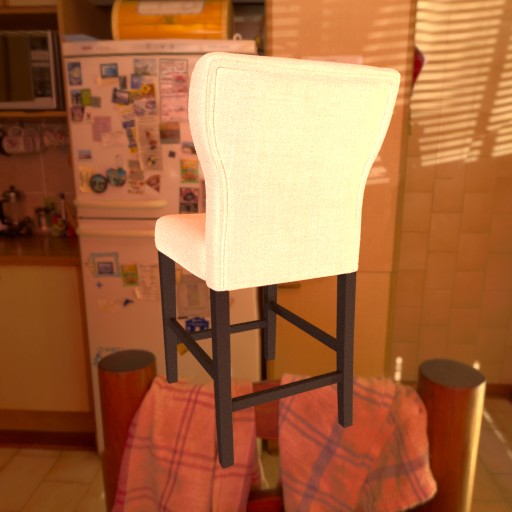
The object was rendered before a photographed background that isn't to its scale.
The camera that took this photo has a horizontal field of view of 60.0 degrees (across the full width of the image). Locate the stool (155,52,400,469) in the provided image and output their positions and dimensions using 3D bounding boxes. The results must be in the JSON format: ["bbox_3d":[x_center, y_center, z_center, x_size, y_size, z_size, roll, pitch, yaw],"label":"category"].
[{"bbox_3d":[0.000,0.000,1.290,0.514,0.972,0.603,-6,14,-26],"label":"stool"}]
